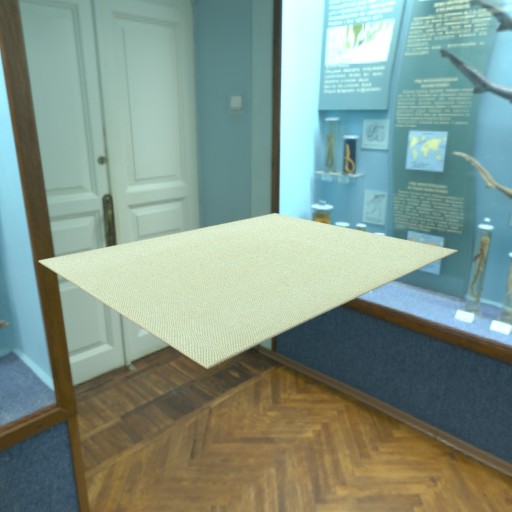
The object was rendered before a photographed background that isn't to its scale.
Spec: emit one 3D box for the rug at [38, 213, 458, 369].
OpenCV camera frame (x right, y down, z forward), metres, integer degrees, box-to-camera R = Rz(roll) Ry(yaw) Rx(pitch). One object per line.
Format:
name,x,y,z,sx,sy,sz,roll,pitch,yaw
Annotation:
rug,0.000,0.000,4.103,3.039,0.018,2.462,-16,23,-41
